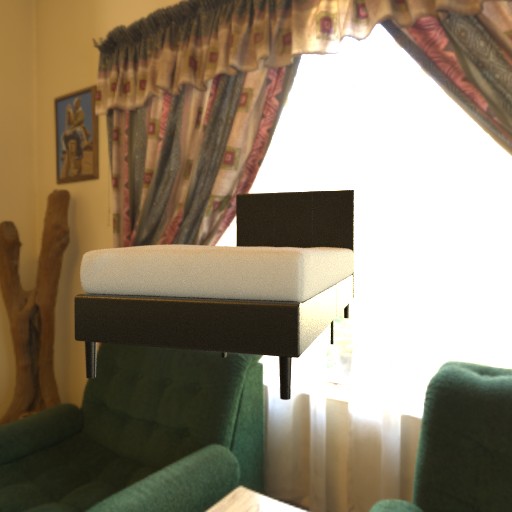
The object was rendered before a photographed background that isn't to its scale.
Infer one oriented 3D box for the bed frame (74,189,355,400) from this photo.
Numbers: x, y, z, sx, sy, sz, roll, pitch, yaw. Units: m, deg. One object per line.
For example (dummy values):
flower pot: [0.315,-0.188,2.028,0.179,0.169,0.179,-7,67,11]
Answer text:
bed frame: [0.000,0.000,2.641,1.038,1.046,2.152,0,1,18]
